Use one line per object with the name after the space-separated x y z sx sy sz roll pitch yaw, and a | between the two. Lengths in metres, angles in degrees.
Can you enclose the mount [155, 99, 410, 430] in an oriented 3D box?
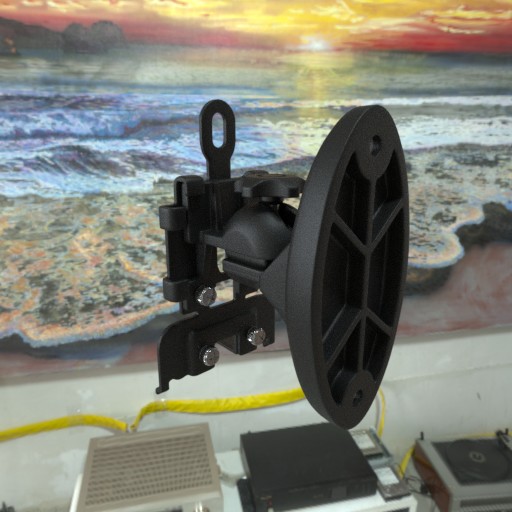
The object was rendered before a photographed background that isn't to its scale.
0.000 0.000 0.173 0.066 0.118 0.100 -14 21 -41 | mount
